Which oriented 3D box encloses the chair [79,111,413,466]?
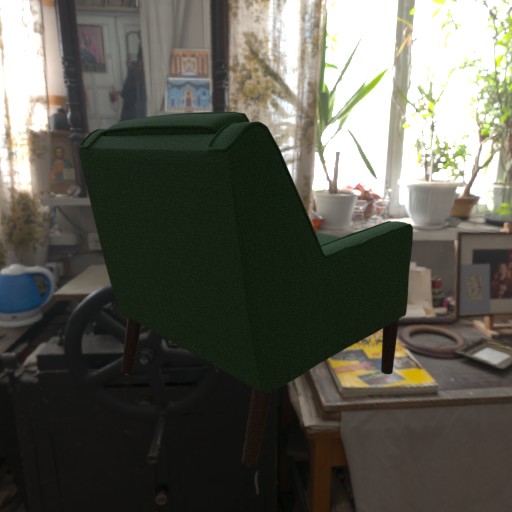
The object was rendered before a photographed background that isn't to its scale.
[{"bbox_3d":[0.000,0.000,1.327,0.743,0.792,0.663,-13,20,-42],"label":"chair"}]
